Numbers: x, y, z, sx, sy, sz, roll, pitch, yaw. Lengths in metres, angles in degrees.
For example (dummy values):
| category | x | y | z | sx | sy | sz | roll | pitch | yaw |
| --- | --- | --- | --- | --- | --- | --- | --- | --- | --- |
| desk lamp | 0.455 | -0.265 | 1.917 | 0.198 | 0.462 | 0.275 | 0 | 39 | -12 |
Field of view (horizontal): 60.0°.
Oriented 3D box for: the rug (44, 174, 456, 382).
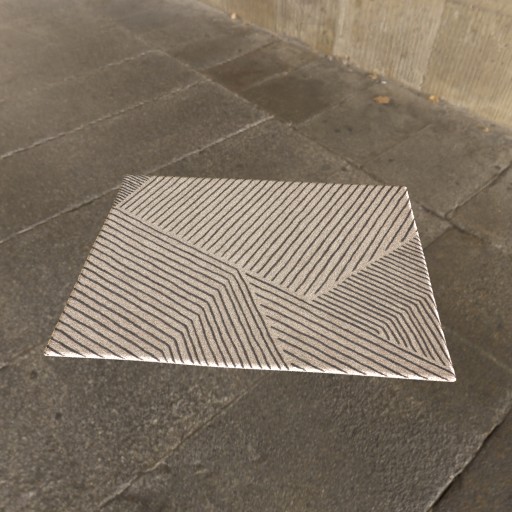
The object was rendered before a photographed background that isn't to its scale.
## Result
| category | x | y | z | sx | sy | sz | roll | pitch | yaw |
| --- | --- | --- | --- | --- | --- | --- | --- | --- | --- |
| rug | 0.000 | 0.000 | 3.236 | 2.449 | 0.028 | 1.829 | 3 | 47 | 3 |
